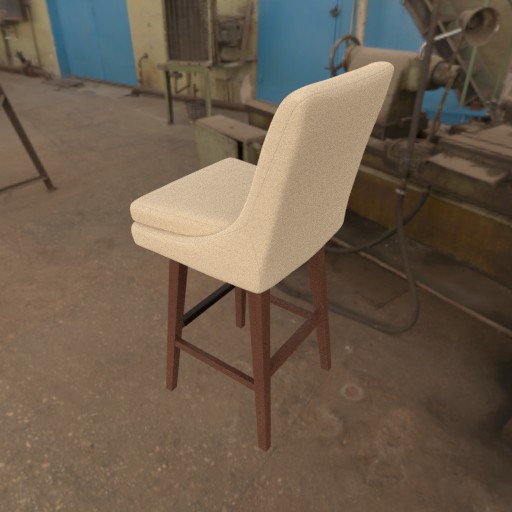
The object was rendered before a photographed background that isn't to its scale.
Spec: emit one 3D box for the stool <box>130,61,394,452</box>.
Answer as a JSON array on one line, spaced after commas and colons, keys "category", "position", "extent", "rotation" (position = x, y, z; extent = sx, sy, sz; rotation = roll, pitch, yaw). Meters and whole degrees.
[{"category": "stool", "position": [0.000, 0.000, 1.343], "extent": [0.559, 1.093, 0.483], "rotation": [21, 38, 30]}]
